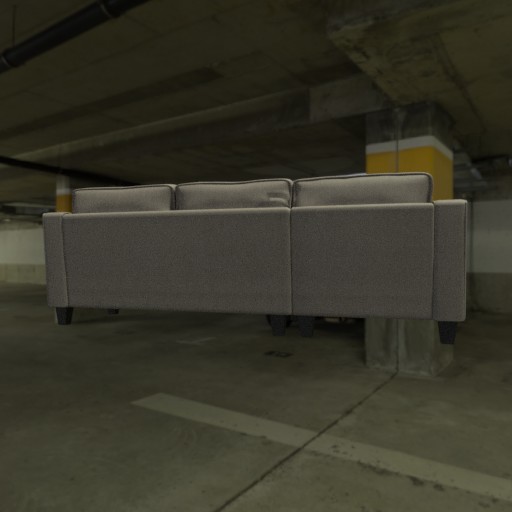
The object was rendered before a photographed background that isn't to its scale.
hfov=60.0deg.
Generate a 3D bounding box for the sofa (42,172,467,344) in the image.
[{"bbox_3d":[0.000,0.000,3.172,2.561,0.928,1.294,0,0,16],"label":"sofa"}]
